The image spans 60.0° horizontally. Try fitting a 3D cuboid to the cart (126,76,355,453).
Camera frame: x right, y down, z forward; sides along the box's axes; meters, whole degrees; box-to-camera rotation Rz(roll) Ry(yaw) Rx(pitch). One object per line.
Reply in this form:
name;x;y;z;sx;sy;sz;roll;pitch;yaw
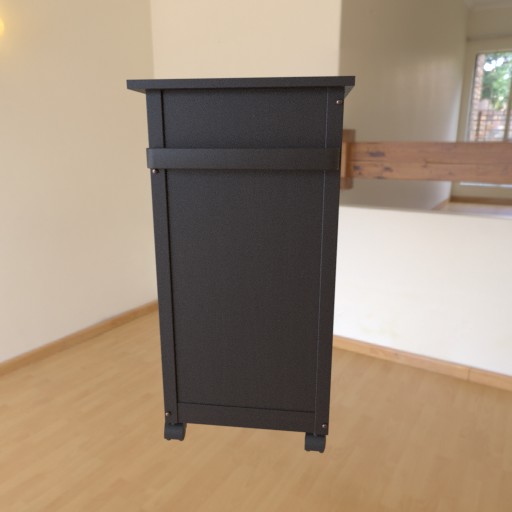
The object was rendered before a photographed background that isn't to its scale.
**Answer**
cart;0.000;0.000;1.272;0.456;0.879;0.660;2;15;7
